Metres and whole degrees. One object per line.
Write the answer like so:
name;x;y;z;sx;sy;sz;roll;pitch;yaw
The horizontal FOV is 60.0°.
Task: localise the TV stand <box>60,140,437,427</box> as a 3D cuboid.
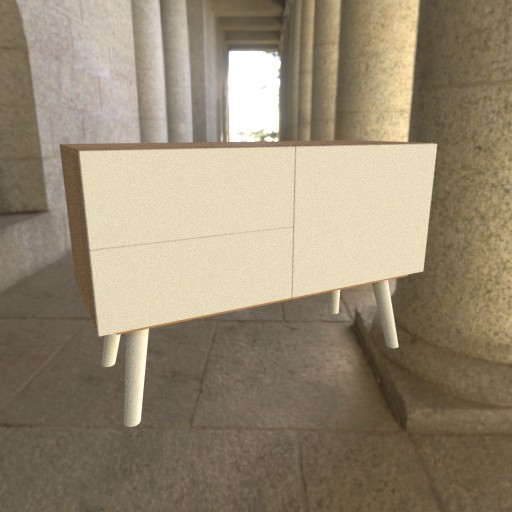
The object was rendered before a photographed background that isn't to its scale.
TV stand;0.000;0.000;1.342;0.991;0.660;0.407;-8;18;-27
